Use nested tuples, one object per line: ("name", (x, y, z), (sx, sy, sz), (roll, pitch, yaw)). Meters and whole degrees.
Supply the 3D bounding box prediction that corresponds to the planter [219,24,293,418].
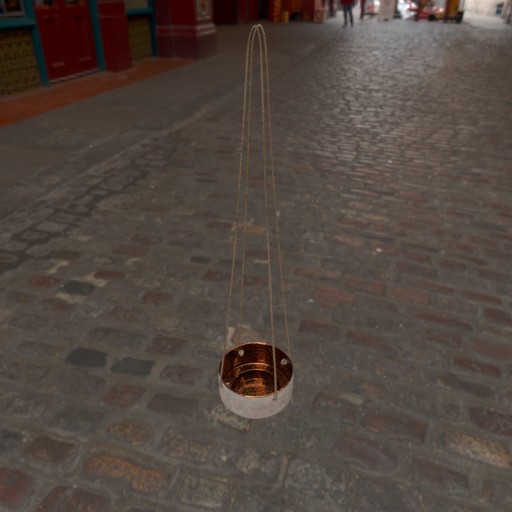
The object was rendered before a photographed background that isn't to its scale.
("planter", (0.000, 0.000, 1.112), (0.223, 1.030, 0.223), (9, 33, 14))
